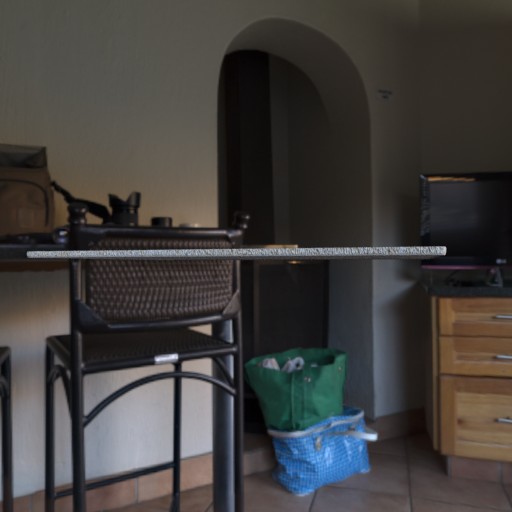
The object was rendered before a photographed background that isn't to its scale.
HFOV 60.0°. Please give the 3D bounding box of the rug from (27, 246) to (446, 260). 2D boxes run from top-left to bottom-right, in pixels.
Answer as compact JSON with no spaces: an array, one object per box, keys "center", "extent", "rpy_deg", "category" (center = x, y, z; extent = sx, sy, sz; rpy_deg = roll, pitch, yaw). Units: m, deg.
[{"center":[0.000,0.000,2.127],"extent":[1.600,0.025,1.199],"rpy_deg":[0,-1,19],"category":"rug"}]
